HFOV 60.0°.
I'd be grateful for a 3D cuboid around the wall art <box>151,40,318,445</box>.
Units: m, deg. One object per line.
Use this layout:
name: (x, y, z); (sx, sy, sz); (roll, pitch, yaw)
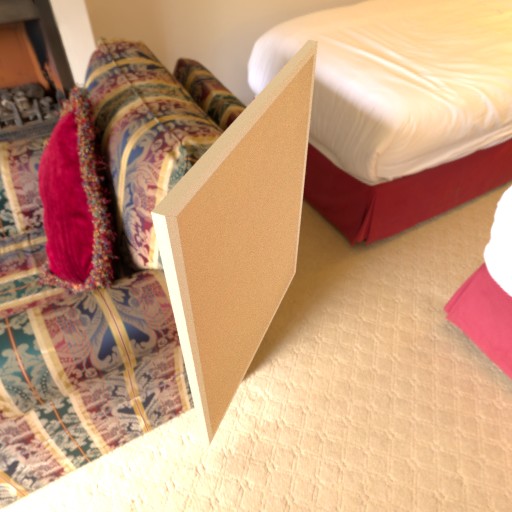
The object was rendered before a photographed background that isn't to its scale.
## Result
wall art: (0.000, 0.000, 0.627); (0.013, 0.456, 0.382); (17, 48, 16)
